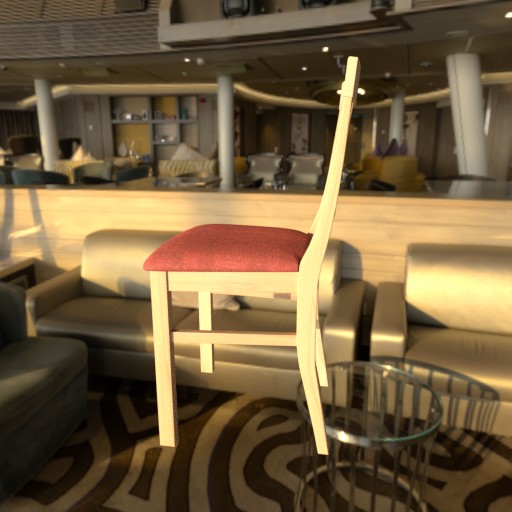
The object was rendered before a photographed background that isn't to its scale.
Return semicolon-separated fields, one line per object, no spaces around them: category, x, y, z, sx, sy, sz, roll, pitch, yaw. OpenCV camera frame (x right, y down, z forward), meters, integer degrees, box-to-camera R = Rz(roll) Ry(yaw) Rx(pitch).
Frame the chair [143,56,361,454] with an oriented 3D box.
chair;0.000;0.000;1.184;0.492;0.912;0.439;2;14;9
